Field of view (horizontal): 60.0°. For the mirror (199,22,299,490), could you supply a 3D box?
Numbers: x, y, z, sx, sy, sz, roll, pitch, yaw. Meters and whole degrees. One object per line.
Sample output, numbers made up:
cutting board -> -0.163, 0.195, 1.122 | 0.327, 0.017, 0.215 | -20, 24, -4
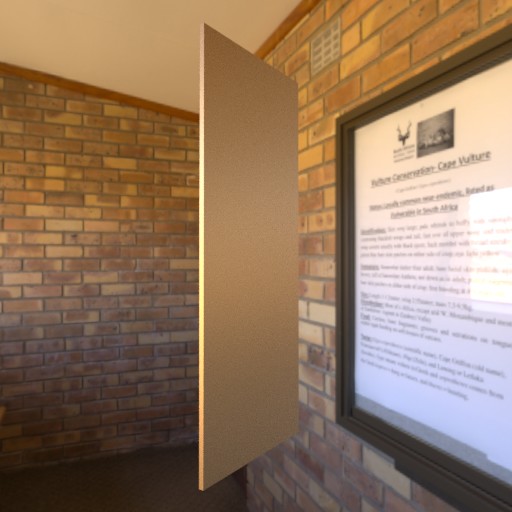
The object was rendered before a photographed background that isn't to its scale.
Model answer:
mirror -> 0.000, 0.000, 2.259 | 0.025, 2.031, 0.812 | -1, -1, 36
